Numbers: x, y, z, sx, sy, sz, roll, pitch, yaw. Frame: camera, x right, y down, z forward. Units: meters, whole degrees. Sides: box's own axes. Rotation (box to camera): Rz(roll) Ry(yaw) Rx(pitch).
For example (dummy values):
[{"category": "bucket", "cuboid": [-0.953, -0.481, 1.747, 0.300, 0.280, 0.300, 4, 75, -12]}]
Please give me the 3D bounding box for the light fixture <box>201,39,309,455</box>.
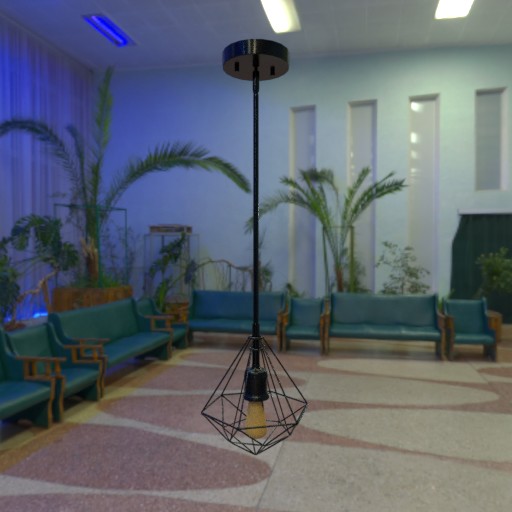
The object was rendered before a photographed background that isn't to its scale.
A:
[{"category": "light fixture", "cuboid": [0.000, 0.000, 1.955, 0.431, 1.764, 0.487, 0, 1, 17]}]
